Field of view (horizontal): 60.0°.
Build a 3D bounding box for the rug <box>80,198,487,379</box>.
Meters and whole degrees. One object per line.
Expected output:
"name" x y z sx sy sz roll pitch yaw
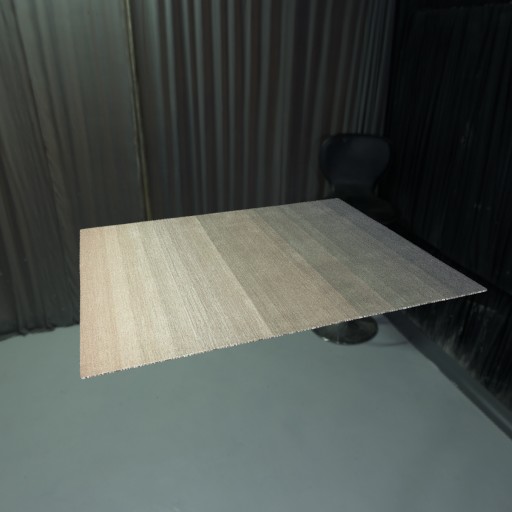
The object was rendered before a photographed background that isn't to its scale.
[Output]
"rug" 0.000 0.000 3.916 2.932 0.015 2.315 -9 27 -18
